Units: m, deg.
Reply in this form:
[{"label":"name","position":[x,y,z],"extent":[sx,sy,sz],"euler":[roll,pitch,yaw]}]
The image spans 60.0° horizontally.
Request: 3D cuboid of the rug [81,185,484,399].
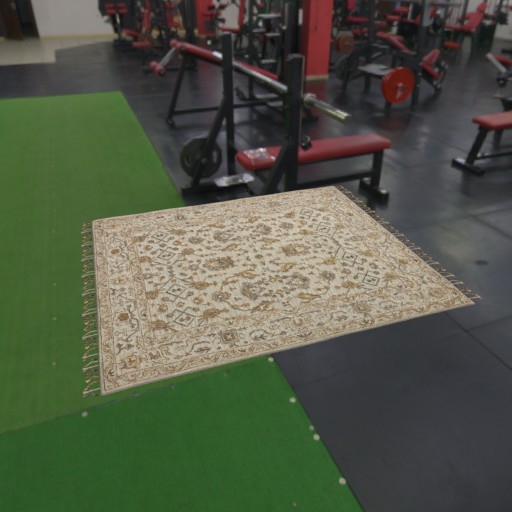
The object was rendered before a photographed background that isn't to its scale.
[{"label":"rug","position":[0.000,0.000,4.087],"extent":[3.061,0.034,2.426],"euler":[-10,34,-16]}]
